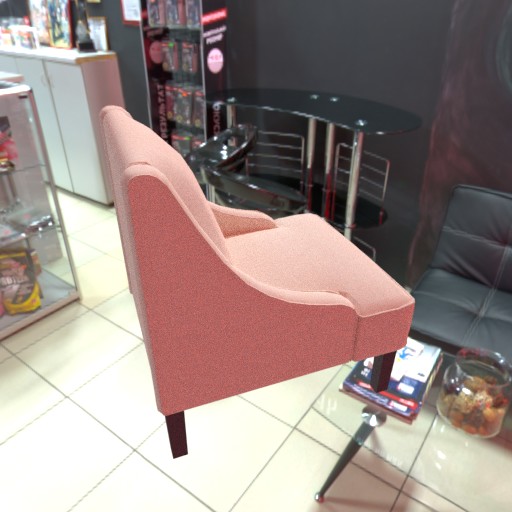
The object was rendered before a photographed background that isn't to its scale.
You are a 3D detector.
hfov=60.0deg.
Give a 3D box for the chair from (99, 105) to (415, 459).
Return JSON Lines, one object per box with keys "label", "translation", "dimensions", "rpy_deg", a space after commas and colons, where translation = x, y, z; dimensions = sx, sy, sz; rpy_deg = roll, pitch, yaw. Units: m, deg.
{"label": "chair", "translation": [0.000, 0.000, 1.456], "dimensions": [0.806, 0.886, 0.689], "rpy_deg": [-11, 32, -18]}
